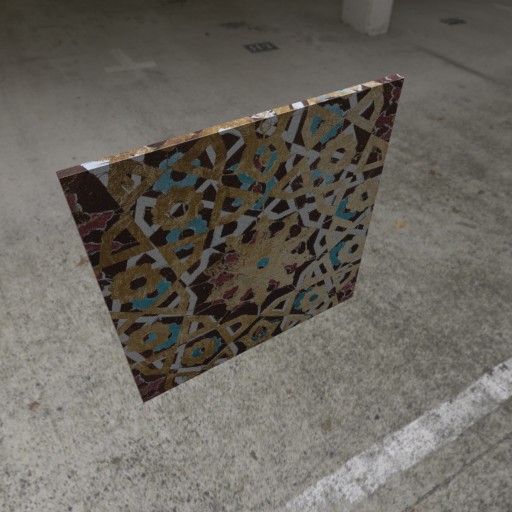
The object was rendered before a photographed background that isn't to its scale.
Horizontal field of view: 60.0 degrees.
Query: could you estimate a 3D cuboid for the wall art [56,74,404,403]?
[{"bbox_3d":[0.000,0.000,1.129,0.757,0.762,0.028,-23,49,-21],"label":"wall art"}]
